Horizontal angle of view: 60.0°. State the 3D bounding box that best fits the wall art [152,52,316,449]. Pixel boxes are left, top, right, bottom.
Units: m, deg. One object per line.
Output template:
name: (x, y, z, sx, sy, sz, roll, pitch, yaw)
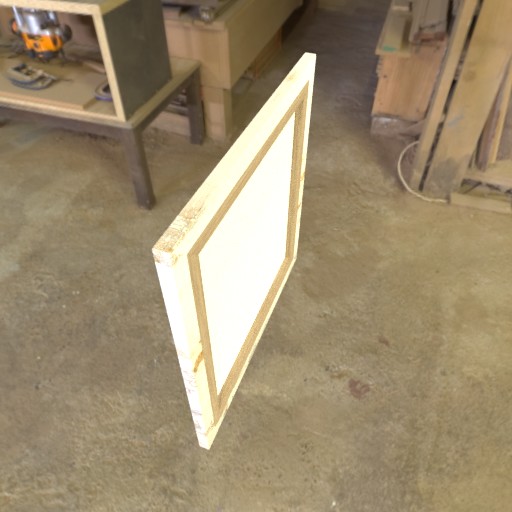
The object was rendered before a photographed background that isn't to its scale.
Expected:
wall art: (0.000, 0.000, 1.556, 0.040, 1.018, 1.015, 16, 48, 15)
